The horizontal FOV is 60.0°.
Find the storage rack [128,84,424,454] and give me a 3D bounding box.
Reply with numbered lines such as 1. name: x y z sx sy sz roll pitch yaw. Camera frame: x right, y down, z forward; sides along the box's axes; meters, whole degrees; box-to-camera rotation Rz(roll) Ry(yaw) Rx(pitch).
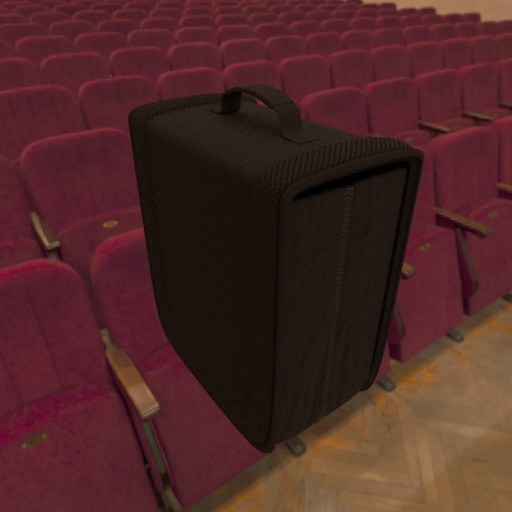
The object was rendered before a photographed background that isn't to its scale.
1. storage rack: 0.000 0.000 0.536 0.168 0.387 0.297 -20 37 -30
